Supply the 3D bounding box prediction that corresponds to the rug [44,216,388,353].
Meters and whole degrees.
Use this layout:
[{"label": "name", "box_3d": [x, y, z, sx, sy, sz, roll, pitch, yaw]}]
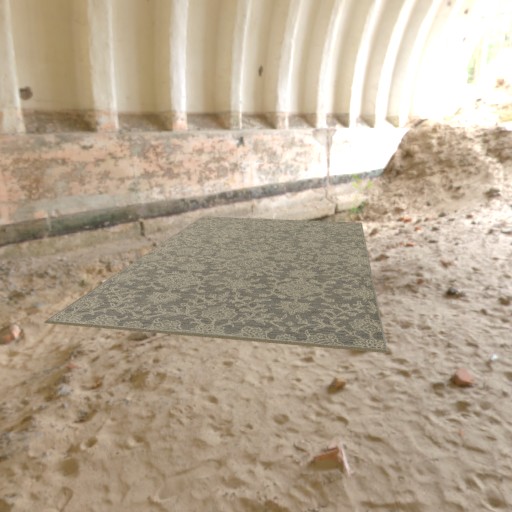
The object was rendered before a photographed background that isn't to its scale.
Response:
[{"label": "rug", "box_3d": [0.000, 0.000, 3.034, 1.515, 0.010, 2.430, 3, 17, 10]}]
